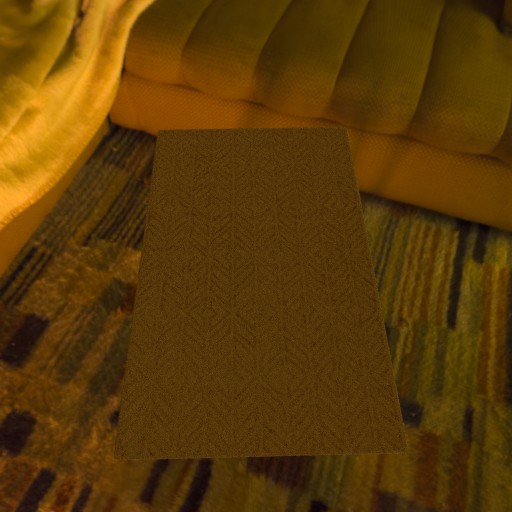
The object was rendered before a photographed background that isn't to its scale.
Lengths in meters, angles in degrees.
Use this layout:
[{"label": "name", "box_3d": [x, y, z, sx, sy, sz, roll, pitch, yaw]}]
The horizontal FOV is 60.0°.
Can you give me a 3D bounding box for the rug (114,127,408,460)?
[{"label": "rug", "box_3d": [0.000, 0.000, 2.931, 1.523, 0.008, 2.438, -1, 58, -1]}]
